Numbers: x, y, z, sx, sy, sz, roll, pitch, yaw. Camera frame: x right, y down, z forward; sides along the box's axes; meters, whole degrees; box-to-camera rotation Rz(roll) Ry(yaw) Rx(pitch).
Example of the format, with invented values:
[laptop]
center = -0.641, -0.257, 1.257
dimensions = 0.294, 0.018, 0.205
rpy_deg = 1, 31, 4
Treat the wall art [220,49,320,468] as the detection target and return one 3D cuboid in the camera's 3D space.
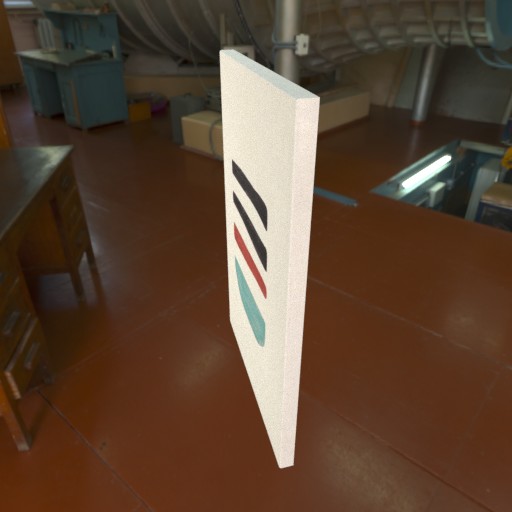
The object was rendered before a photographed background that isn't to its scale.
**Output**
[wall art]
center = 0.000, 0.000, 1.152
dimensions = 0.038, 0.912, 0.607
rpy_deg = -8, 32, -13
